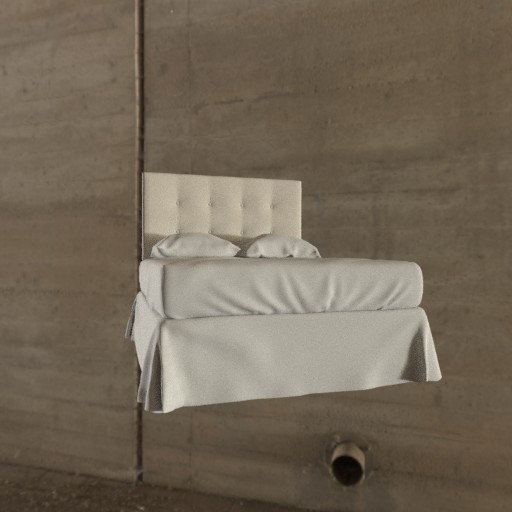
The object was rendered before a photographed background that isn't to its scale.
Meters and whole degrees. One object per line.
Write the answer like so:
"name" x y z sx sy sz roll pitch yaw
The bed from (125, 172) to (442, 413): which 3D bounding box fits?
"bed" 0.000 0.000 3.500 1.936 1.577 2.222 0 0 -18
